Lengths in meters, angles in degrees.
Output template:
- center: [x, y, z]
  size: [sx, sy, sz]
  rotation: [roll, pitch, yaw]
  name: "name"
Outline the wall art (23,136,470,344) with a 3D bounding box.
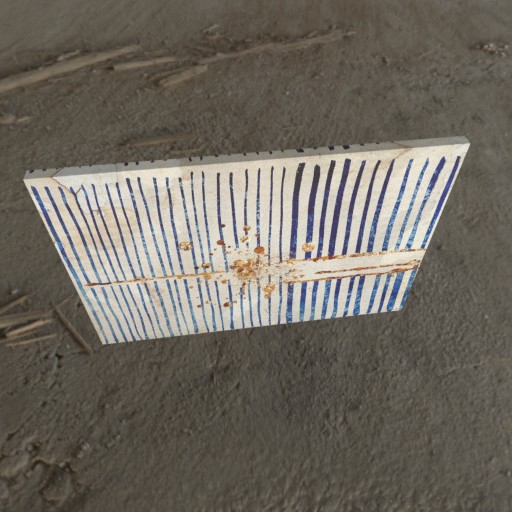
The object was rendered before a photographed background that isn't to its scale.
- center: [0.000, 0.000, 1.416]
  size: [1.143, 0.757, 0.038]
  rotation: [-6, 48, -5]
  name: "wall art"
